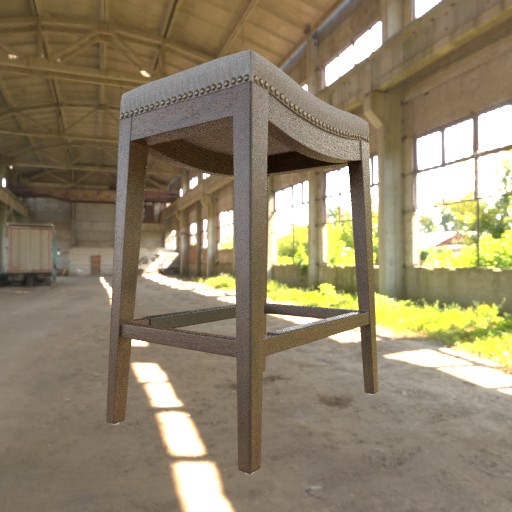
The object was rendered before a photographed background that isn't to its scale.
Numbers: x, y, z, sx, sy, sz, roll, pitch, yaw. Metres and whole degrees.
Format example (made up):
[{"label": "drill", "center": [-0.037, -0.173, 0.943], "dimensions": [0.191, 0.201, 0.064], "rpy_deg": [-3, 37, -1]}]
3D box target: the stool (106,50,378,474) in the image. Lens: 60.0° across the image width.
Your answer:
[{"label": "stool", "center": [0.000, 0.000, 0.967], "dimensions": [0.356, 0.660, 0.508], "rpy_deg": [0, 0, 37]}]
